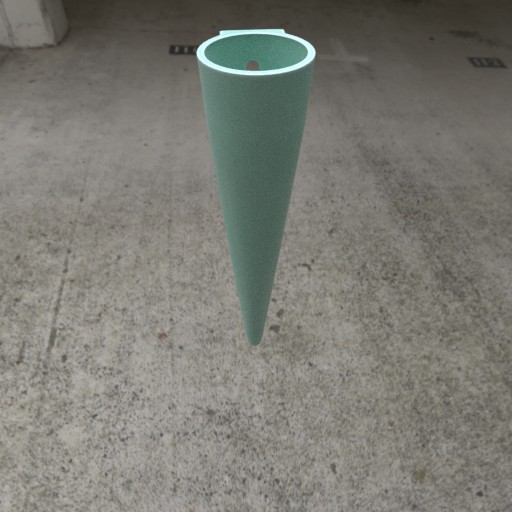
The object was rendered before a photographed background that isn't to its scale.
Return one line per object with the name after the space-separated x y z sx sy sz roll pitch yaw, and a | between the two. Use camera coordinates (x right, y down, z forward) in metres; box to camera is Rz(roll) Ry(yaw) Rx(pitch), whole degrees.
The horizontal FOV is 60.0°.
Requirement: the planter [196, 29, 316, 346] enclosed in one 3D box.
0.000 0.000 0.297 0.054 0.268 0.055 -3 45 -3 | planter
